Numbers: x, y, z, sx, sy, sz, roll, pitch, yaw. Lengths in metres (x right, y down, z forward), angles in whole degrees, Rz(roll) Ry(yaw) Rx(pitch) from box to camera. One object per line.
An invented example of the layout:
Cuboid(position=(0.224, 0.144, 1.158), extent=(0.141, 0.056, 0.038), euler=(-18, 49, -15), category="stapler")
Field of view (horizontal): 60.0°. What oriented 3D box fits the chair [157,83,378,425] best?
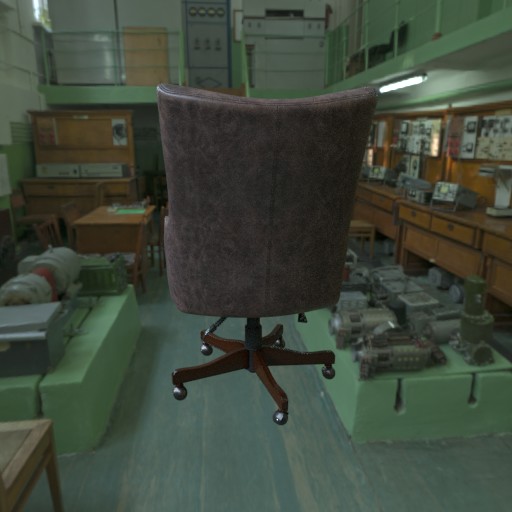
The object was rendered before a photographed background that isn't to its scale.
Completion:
Cuboid(position=(0.000, 0.000, 1.505), extent=(0.641, 1.035, 0.762), euler=(-2, 15, -7), category="chair")
